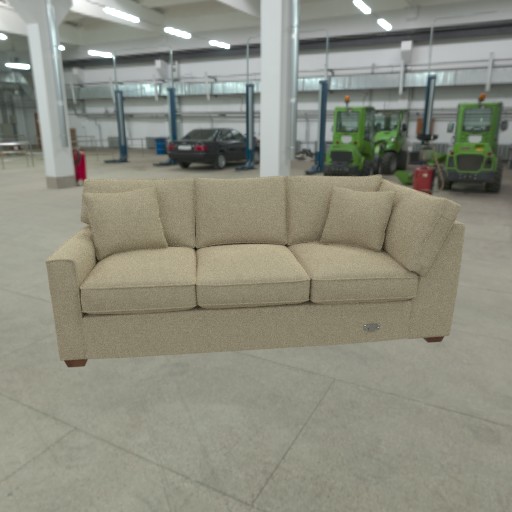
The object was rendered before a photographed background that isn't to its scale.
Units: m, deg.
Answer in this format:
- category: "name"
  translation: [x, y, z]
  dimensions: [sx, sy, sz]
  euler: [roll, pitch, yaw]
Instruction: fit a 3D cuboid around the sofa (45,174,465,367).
- category: "sofa"
  translation: [0.000, 0.000, 2.906]
  dimensions: [2.317, 0.962, 1.061]
  euler: [-2, 17, -7]
